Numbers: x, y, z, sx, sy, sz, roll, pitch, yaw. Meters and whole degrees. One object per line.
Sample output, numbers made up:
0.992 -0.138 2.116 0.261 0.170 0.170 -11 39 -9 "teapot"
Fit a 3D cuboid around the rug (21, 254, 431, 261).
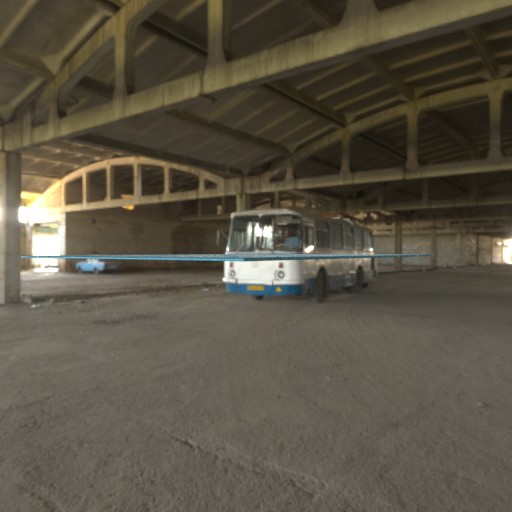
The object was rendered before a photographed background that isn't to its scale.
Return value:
0.000 0.000 2.831 1.554 0.012 2.205 0 1 37 "rug"
